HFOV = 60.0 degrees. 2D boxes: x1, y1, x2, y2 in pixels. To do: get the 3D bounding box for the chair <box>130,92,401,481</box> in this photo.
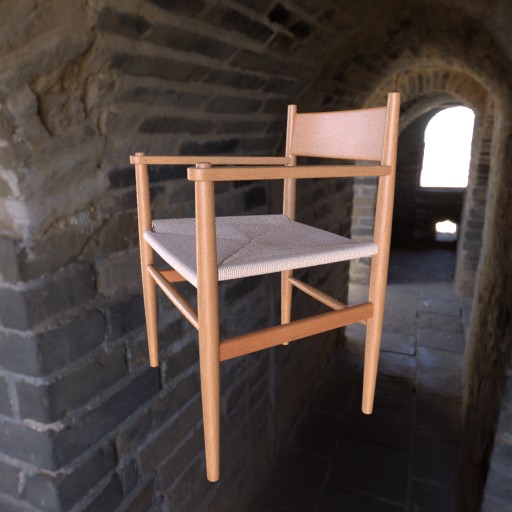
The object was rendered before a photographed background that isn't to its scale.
[{"bbox_3d":[0.000,0.000,1.121,0.495,0.762,0.556,-7,17,-25],"label":"chair"}]
